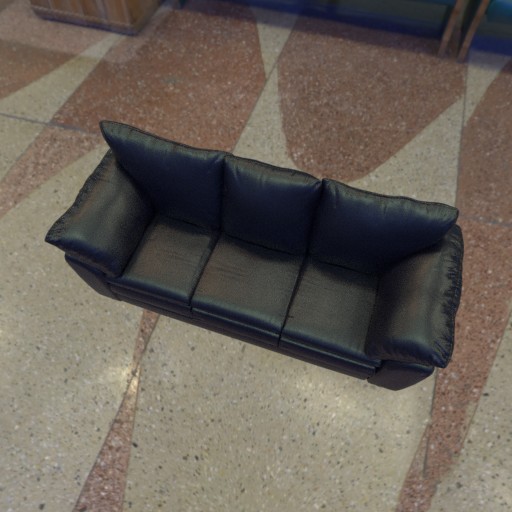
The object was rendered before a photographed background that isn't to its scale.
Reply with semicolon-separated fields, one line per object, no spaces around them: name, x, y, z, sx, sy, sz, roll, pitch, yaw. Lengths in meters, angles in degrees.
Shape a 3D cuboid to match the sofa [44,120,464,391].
sofa;0.000;0.000;2.767;2.336;1.073;0.880;16;58;10
